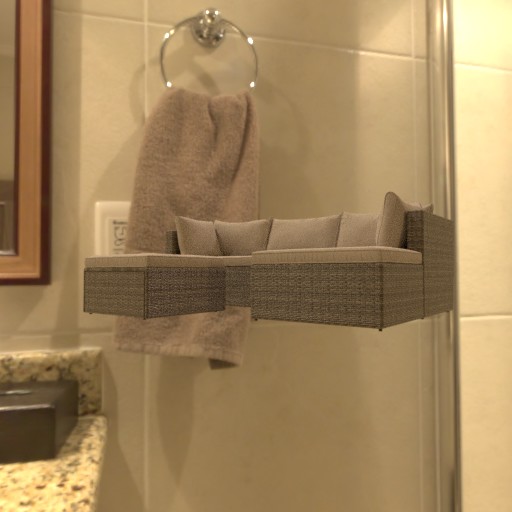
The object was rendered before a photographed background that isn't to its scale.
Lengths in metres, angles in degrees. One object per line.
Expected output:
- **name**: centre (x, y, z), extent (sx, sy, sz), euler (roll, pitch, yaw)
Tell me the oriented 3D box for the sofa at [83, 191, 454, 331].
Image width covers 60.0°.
- **sofa**: centre (0.000, 0.000, 3.076), extent (2.192, 0.766, 1.662), euler (-2, -3, 37)
